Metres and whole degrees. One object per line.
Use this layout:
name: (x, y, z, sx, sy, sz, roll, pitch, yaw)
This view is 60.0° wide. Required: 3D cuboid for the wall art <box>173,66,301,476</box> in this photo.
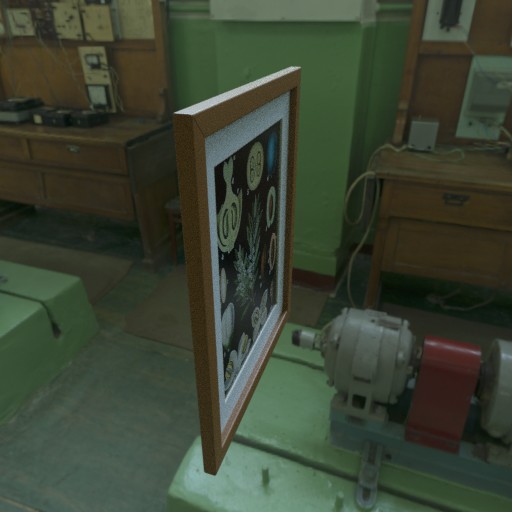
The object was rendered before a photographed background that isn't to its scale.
wall art: (0.000, 0.000, 0.750, 0.021, 0.550, 0.449, 9, 30, 16)
